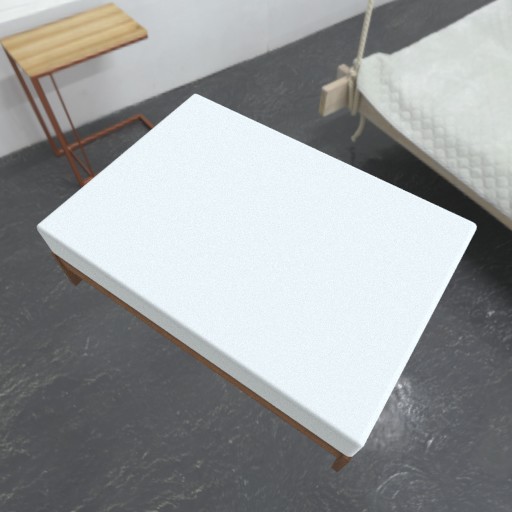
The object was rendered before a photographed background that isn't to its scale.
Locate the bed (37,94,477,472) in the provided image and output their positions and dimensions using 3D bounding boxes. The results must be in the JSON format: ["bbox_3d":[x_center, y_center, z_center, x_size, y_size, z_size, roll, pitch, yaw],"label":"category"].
[{"bbox_3d":[0.000,0.000,2.577,1.927,0.616,1.348,30,62,18],"label":"bed"}]
